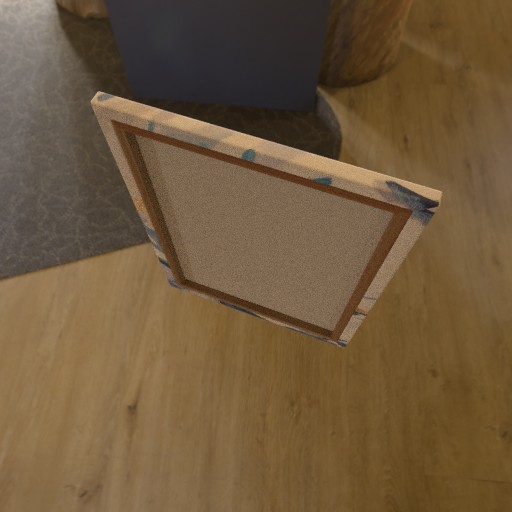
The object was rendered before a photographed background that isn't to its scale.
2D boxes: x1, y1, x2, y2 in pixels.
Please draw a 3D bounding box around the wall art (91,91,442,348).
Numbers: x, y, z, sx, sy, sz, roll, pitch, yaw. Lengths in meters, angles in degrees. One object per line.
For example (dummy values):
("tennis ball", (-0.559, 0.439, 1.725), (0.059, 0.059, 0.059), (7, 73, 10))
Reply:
("wall art", (0.000, 0.000, 1.363), (0.761, 1.015, 0.038), (19, 65, 9))
